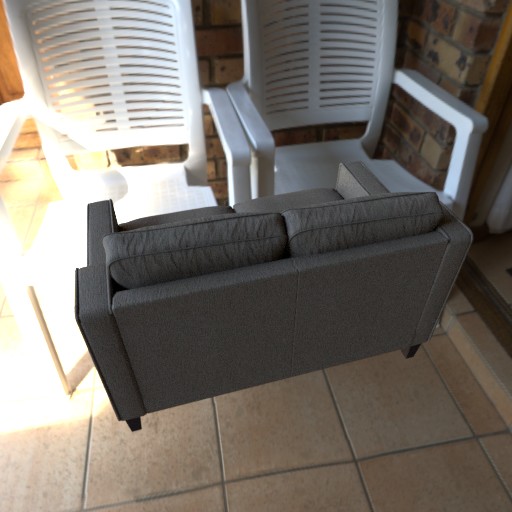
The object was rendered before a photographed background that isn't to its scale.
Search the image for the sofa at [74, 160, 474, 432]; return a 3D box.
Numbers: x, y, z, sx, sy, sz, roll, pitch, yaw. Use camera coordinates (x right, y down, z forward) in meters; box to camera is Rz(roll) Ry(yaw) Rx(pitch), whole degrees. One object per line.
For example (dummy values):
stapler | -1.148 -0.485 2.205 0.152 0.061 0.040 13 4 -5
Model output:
sofa | 0.000 0.000 2.145 1.503 0.981 0.985 -11 43 -12
